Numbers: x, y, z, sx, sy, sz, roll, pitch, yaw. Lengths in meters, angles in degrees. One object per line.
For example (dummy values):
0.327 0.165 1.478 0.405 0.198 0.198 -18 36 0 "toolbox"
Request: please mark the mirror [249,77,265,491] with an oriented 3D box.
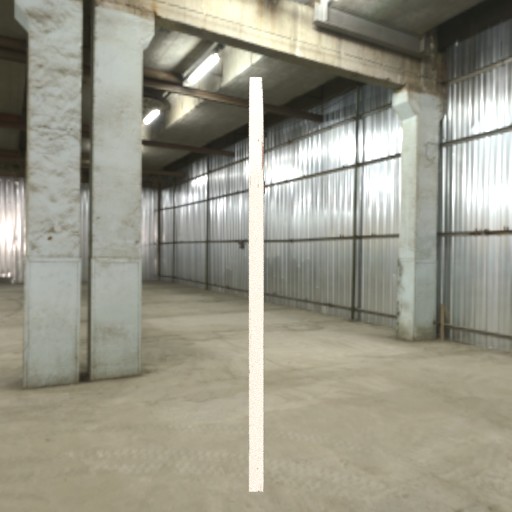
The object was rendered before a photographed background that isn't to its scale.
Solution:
0.000 0.000 1.196 0.032 0.920 0.660 0 0 0 "mirror"
